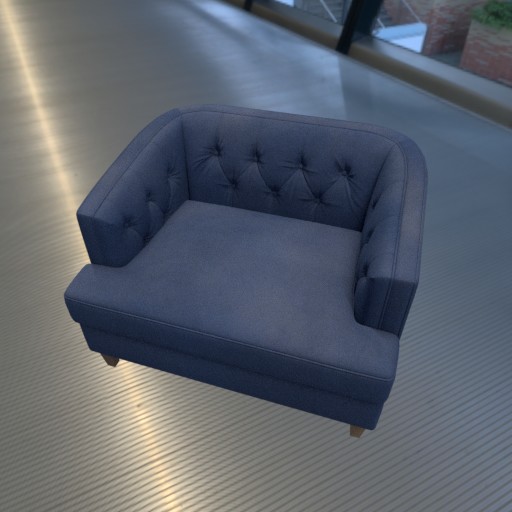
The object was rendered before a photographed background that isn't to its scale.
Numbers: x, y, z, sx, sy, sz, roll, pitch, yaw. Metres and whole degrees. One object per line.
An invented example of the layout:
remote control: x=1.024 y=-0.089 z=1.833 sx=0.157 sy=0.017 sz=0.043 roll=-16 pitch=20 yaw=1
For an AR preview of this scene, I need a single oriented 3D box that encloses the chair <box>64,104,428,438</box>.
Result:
chair: x=0.000 y=0.000 z=1.715 sx=1.118 sy=0.787 sz=0.914 roll=12 pitch=42 yaw=13
